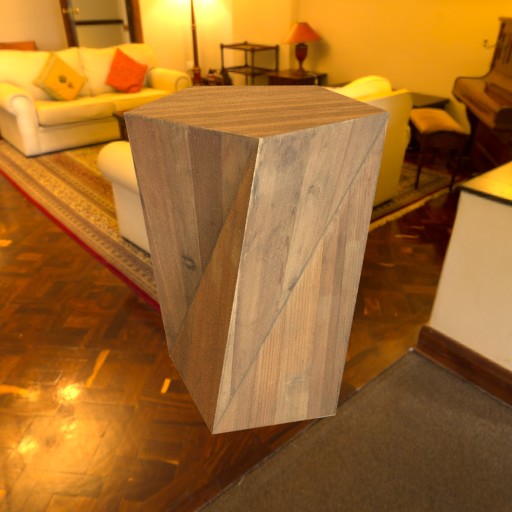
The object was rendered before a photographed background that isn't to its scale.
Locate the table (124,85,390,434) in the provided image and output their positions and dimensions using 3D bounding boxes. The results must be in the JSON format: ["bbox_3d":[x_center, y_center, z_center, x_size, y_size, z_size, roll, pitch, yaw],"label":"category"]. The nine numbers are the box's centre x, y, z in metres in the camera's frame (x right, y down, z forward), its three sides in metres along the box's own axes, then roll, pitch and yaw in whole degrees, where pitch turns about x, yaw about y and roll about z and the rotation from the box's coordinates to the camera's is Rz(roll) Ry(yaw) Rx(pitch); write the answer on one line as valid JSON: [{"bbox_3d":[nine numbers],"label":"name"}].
[{"bbox_3d":[0.000,0.000,0.909,0.425,0.604,0.441,0,30,1],"label":"table"}]
